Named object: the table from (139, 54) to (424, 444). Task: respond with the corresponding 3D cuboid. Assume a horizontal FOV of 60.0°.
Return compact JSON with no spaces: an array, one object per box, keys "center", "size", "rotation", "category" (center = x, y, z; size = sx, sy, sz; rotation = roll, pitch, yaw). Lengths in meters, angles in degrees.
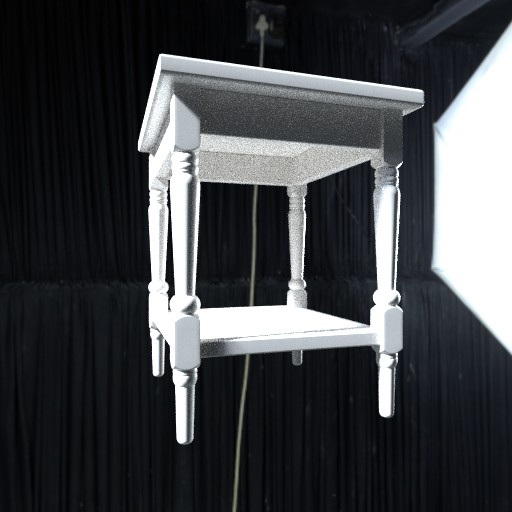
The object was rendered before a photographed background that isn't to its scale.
[{"center":[0.000,0.000,0.915],"size":[0.442,0.565,0.488],"rotation":[0,0,-18],"category":"table"}]
